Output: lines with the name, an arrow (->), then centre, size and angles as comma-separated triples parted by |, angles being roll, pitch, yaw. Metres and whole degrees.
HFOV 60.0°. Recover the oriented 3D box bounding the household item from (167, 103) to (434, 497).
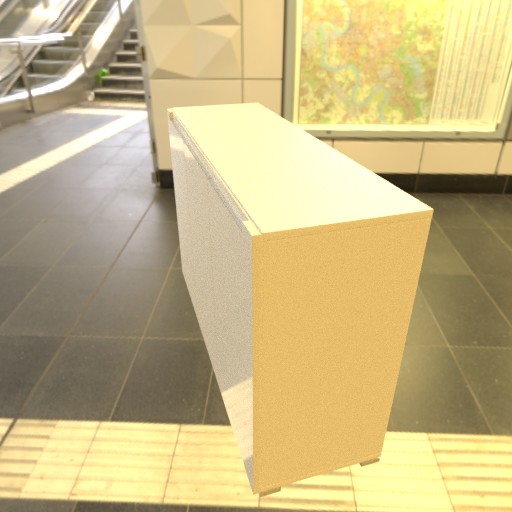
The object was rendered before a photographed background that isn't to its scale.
household item -> 0.000, 0.000, 1.680 | 0.420, 0.867, 1.300 | -9, 31, -15
